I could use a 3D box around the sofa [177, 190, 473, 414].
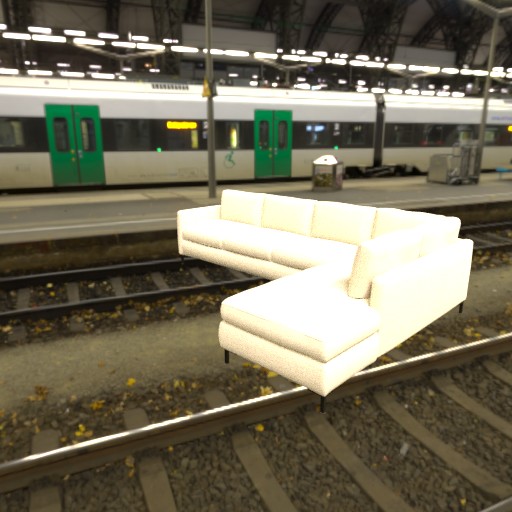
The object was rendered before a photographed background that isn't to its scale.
[{"bbox_3d":[0.000,0.000,3.850,2.949,0.815,2.007,14,20,43],"label":"sofa"}]
